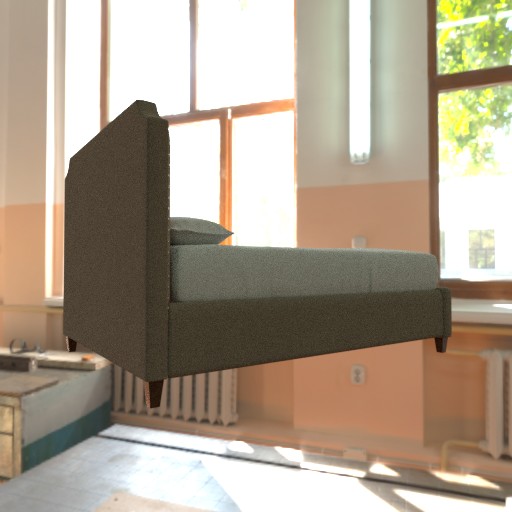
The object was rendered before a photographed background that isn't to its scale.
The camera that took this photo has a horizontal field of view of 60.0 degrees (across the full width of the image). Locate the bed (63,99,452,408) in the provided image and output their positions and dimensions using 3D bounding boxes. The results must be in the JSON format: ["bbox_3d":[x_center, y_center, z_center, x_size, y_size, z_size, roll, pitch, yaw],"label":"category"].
[{"bbox_3d":[0.000,0.000,3.285,2.329,1.415,1.703,1,-2,-35],"label":"bed"}]
